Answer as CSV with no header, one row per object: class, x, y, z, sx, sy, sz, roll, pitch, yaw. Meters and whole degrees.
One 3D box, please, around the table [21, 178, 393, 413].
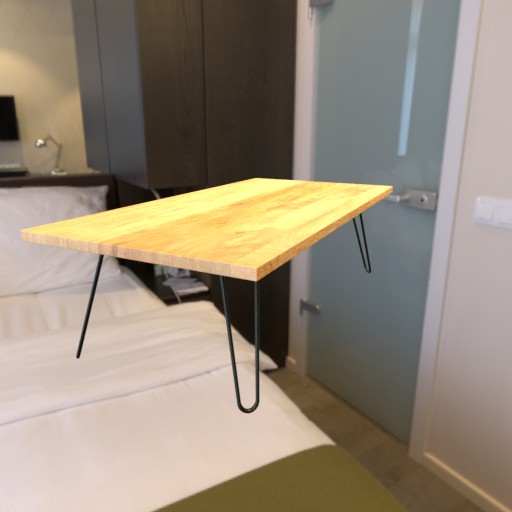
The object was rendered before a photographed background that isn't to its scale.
table,0.000,0.000,1.641,0.699,0.400,1.348,8,18,26
